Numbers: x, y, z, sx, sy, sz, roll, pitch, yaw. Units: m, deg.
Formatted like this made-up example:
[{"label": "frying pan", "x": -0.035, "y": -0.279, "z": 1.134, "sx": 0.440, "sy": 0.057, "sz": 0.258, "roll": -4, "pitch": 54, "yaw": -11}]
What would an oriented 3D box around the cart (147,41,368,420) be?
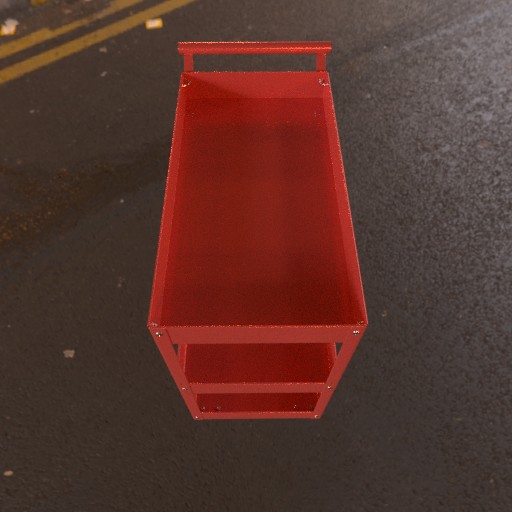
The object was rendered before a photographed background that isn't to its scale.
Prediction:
[{"label": "cart", "x": 0.000, "y": 0.000, "z": 1.183, "sx": 0.366, "sy": 0.780, "sz": 0.719, "roll": 0, "pitch": 57, "yaw": 0}]
